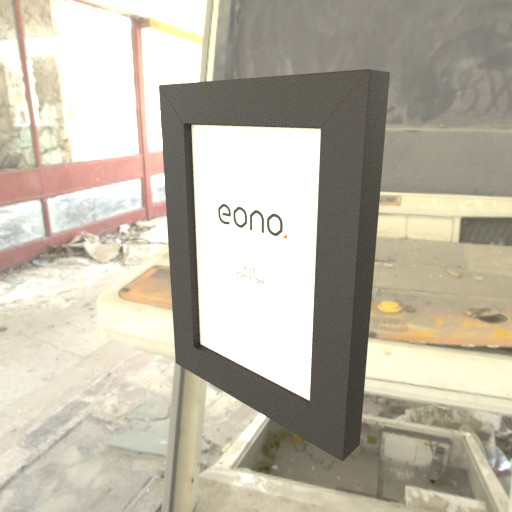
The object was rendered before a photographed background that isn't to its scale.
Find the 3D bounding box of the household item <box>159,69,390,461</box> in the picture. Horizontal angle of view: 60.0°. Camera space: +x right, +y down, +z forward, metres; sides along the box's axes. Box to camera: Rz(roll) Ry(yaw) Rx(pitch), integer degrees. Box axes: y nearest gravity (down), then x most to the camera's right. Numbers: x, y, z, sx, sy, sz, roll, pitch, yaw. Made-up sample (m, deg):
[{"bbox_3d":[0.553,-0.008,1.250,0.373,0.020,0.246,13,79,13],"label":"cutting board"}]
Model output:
[{"bbox_3d":[0.000,0.000,0.239,0.133,0.178,0.022,16,23,41],"label":"household item"}]
